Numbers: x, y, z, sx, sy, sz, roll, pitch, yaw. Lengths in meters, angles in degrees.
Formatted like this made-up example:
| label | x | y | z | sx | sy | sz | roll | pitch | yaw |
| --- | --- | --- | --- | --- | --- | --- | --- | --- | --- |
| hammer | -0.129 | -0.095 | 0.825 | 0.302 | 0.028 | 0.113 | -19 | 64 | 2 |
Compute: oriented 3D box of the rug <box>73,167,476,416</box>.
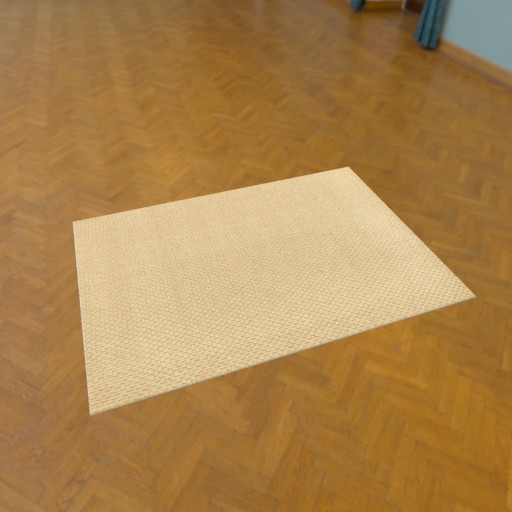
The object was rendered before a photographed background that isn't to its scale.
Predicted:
| label | x | y | z | sx | sy | sz | roll | pitch | yaw |
| --- | --- | --- | --- | --- | --- | --- | --- | --- | --- |
| rug | 0.000 | 0.000 | 2.805 | 2.144 | 0.013 | 1.509 | -14 | 44 | -15 |
